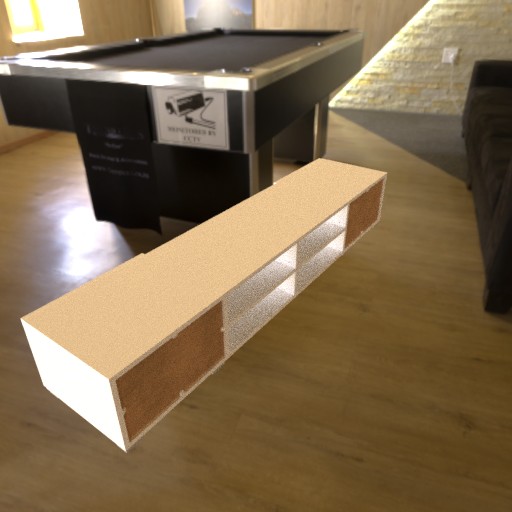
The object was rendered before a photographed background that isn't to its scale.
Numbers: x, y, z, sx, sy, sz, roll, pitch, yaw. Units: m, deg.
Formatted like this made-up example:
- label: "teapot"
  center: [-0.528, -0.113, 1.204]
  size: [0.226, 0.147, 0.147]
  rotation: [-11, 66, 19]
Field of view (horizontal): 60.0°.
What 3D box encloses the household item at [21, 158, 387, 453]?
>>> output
- label: "household item"
  center: [0.000, 0.000, 1.956]
  size: [0.420, 0.310, 1.850]
  rotation: [21, 37, 30]
